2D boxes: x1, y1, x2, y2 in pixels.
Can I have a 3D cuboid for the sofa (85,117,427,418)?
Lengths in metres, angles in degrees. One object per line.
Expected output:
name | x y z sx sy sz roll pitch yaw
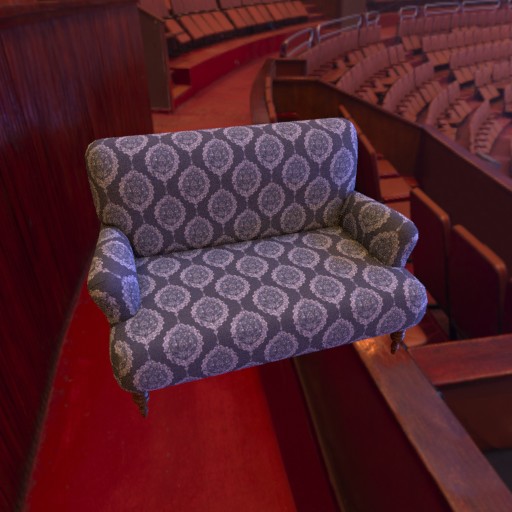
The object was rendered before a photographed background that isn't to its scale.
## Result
sofa | 0.000 0.000 1.835 1.297 0.867 0.779 -10 33 -15
